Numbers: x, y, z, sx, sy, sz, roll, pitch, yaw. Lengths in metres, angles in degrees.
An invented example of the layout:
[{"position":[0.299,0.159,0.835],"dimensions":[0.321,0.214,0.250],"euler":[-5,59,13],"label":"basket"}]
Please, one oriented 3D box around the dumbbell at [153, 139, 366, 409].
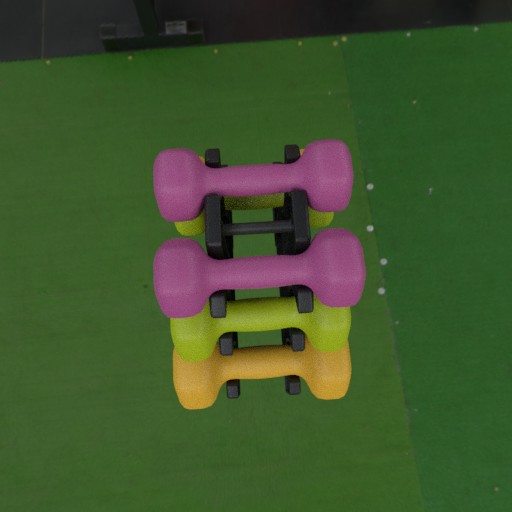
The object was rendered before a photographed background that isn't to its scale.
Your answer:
[{"position":[0.000,0.000,0.457],"dimensions":[0.190,0.271,0.300],"euler":[-3,75,-1],"label":"dumbbell"}]
